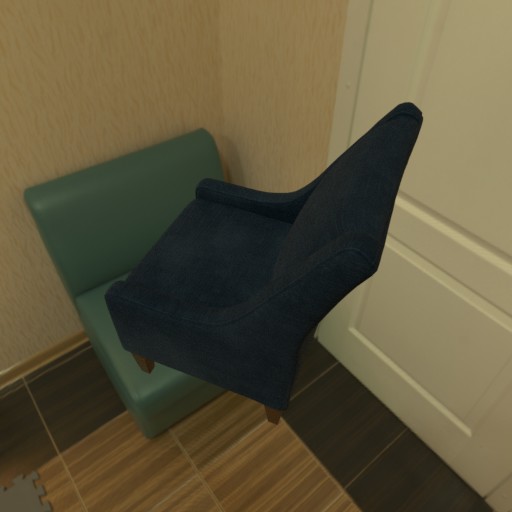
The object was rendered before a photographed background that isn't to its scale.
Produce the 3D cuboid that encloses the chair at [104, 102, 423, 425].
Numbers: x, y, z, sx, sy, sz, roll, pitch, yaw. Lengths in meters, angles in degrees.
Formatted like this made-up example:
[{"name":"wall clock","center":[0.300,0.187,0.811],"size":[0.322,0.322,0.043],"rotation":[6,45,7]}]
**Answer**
[{"name":"chair","center":[0.000,0.000,1.637],"size":[0.870,1.014,0.774],"rotation":[16,47,16]}]
